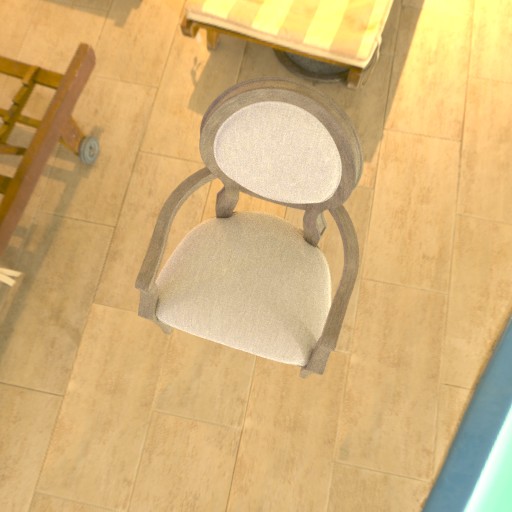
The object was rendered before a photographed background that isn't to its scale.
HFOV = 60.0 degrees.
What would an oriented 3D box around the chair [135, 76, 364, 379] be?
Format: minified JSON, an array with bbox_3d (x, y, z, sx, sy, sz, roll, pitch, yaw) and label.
[{"bbox_3d":[0.000,0.000,1.406,0.611,0.991,0.602,17,75,5],"label":"chair"}]
